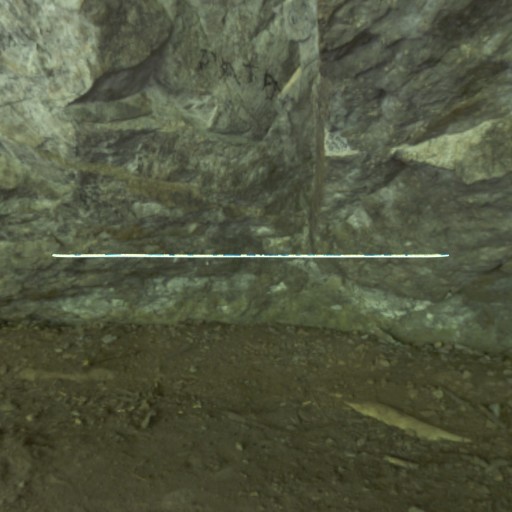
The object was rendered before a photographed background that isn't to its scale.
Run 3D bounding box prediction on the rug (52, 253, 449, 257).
[{"bbox_3d":[0.000,0.000,2.252,1.209,0.011,1.830,0,0,1],"label":"rug"}]
